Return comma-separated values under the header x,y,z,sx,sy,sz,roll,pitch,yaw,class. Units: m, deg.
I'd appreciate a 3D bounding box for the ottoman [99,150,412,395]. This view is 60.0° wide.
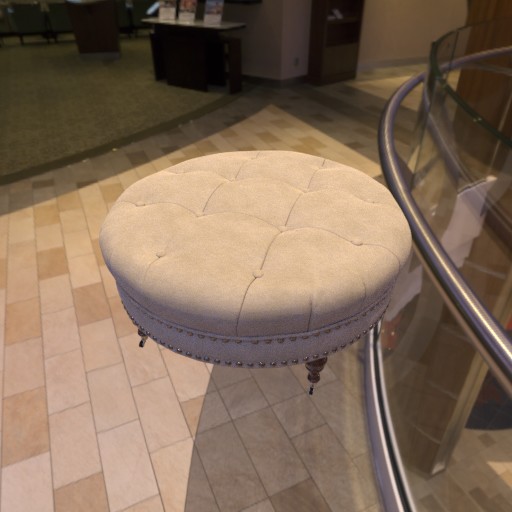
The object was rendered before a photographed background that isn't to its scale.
x,y,z,sx,sy,sz,roll,pitch,yaw,class
0.000,0.000,1.394,0.901,0.439,0.901,0,34,0,ottoman
